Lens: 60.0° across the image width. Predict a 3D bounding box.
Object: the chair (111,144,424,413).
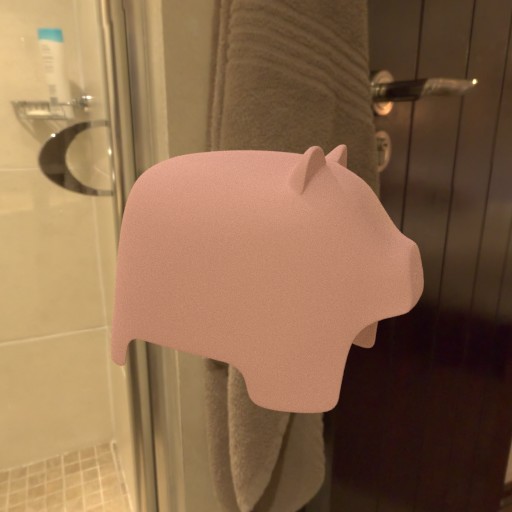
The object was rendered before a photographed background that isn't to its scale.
[{"bbox_3d":[0.000,0.000,0.868,0.619,0.423,0.364,8,17,27],"label":"chair"}]
